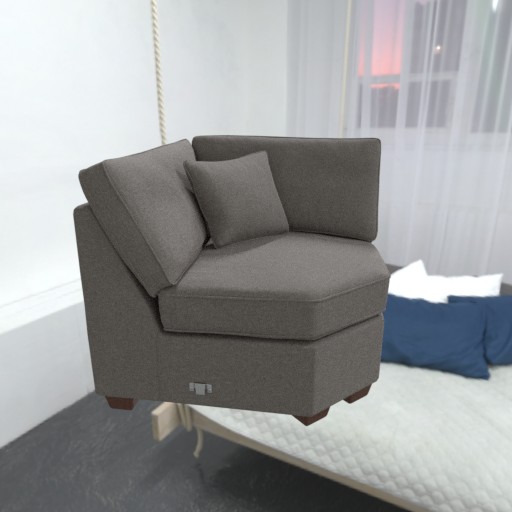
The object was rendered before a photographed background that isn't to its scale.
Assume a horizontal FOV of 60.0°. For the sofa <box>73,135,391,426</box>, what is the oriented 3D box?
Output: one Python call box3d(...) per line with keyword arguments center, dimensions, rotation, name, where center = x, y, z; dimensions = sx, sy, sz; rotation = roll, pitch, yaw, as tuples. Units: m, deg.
box3d(center=(0.000, 0.000, 1.862), dimensions=(1.042, 0.951, 1.050), rotation=(3, 18, 9), name="sofa")
